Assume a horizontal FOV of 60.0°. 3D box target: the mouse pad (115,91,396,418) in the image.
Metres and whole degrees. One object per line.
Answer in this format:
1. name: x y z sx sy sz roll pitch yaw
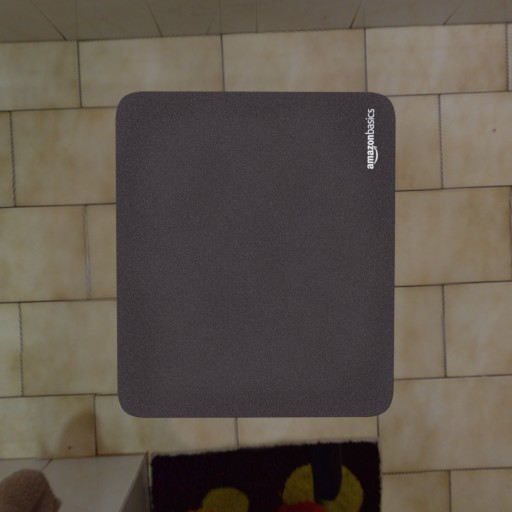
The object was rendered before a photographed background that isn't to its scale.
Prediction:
1. mouse pad: 0.000 0.000 0.429 0.269 0.002 0.315 0 91 -1
